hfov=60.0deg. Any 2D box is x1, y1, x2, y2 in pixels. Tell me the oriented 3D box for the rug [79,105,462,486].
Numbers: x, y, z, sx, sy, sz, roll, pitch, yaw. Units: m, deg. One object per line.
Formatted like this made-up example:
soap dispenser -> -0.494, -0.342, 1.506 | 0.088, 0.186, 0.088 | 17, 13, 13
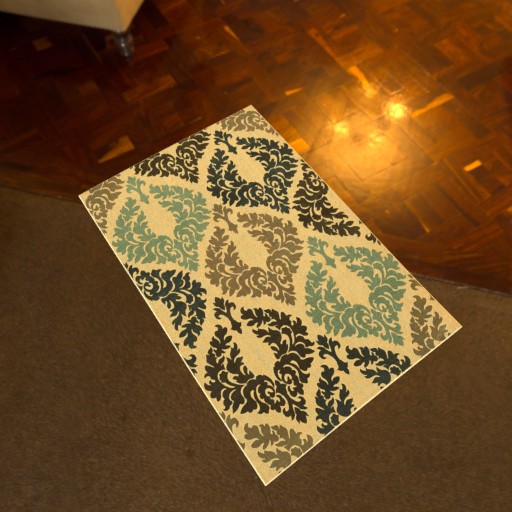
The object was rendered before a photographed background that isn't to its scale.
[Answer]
rug -> 0.000, 0.000, 2.956 | 1.514, 0.014, 2.275 | -33, 68, -15
